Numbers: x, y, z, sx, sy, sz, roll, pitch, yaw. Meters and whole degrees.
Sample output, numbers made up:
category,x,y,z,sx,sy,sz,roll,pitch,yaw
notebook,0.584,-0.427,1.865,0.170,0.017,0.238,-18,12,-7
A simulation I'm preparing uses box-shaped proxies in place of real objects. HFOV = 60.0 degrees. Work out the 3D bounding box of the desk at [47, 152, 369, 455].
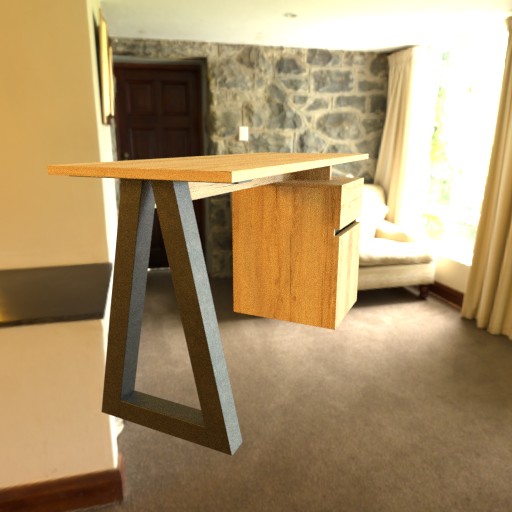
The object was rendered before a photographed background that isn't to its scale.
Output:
category,x,y,z,sx,sy,sz,roll,pitch,yaw
desk,0.000,0.000,1.756,0.550,0.760,1.400,7,16,24
